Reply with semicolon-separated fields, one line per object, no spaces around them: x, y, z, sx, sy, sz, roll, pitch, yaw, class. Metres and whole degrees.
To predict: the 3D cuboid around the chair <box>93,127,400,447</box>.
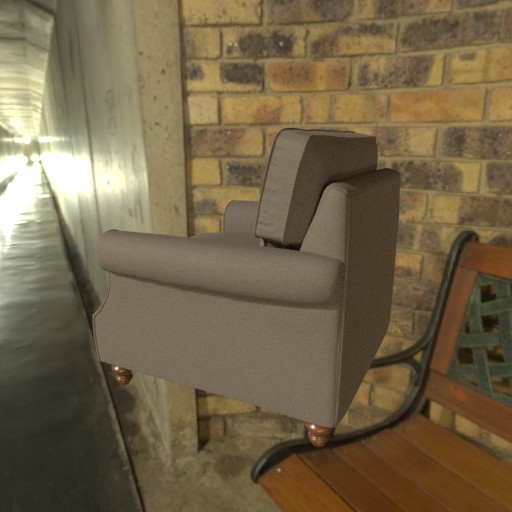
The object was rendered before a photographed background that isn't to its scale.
0.000;0.000;1.772;0.966;0.967;1.029;7;16;26;chair
